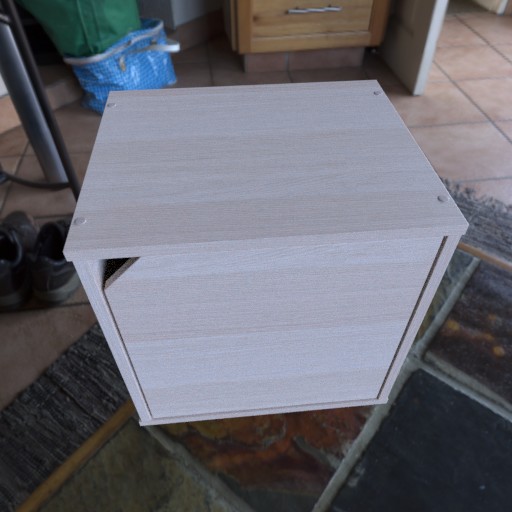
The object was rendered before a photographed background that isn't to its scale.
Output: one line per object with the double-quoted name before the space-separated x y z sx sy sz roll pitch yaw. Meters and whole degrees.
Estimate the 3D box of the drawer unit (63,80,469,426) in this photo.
"drawer unit" 0.000 0.000 0.602 0.349 0.344 0.290 -4 46 -4
